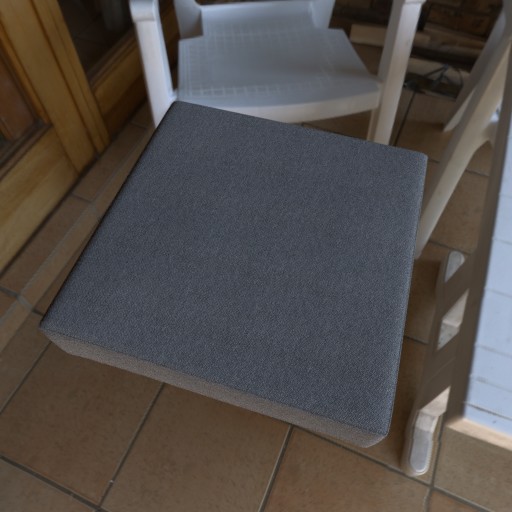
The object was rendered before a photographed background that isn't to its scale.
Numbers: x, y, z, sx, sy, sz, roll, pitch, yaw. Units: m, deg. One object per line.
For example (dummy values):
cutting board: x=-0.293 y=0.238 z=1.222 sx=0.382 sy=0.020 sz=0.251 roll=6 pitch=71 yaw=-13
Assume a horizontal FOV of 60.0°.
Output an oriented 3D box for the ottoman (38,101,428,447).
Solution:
ottoman: x=0.000 y=0.000 z=1.503 sx=0.970 sy=0.378 sz=0.981 roll=15 pitch=60 yaw=9
